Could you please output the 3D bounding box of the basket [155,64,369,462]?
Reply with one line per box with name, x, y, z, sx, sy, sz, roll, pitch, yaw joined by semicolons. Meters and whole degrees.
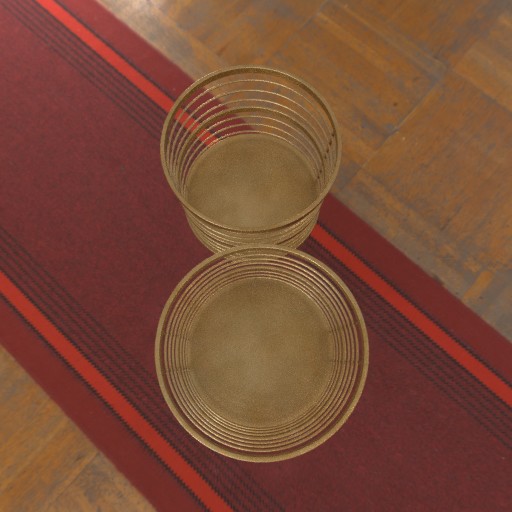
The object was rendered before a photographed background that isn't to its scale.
basket;0.000;0.000;0.948;0.356;0.351;0.746;-3;77;-1
